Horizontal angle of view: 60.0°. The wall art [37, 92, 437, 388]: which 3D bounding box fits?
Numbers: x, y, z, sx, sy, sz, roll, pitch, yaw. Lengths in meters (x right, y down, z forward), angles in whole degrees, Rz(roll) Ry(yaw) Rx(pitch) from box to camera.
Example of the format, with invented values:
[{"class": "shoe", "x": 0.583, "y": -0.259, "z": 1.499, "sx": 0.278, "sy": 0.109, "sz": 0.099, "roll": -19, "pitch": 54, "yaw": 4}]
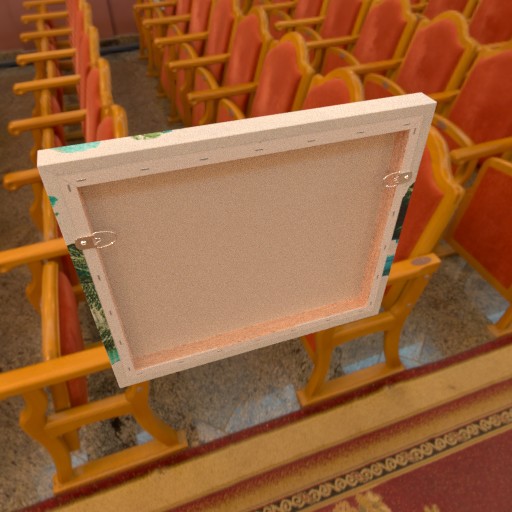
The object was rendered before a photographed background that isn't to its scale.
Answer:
[{"class": "wall art", "x": 0.000, "y": 0.000, "z": 0.692, "sx": 0.507, "sy": 0.435, "sz": 0.041, "roll": -13, "pitch": 43, "yaw": -14}]
